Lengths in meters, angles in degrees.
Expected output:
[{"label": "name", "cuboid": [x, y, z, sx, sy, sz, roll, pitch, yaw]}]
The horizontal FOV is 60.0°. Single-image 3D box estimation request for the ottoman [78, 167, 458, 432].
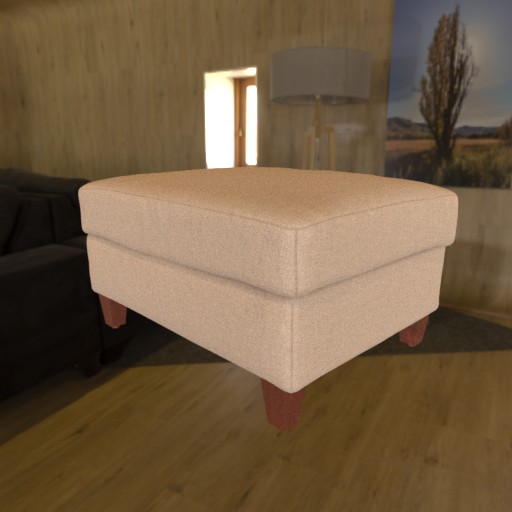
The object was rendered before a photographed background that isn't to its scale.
[{"label": "ottoman", "cuboid": [0.000, 0.000, 1.313, 0.692, 0.511, 0.902, -14, 20, -43]}]
